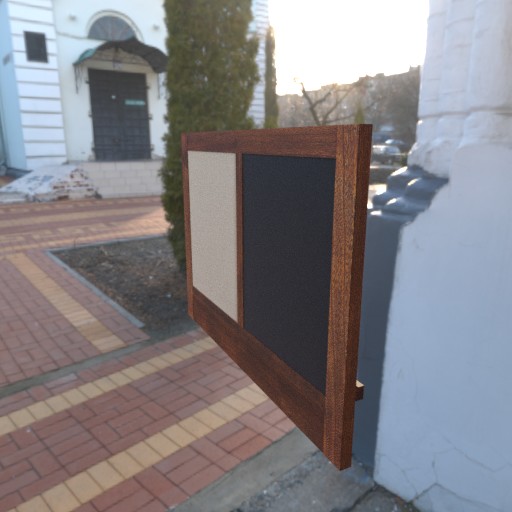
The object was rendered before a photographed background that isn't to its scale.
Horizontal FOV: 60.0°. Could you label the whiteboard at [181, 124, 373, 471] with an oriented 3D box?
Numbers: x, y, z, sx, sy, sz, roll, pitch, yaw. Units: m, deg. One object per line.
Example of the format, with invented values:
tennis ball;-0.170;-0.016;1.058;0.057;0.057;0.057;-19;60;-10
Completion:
whiteboard;0.000;0.000;1.013;0.083;0.553;0.768;-7;16;-26
